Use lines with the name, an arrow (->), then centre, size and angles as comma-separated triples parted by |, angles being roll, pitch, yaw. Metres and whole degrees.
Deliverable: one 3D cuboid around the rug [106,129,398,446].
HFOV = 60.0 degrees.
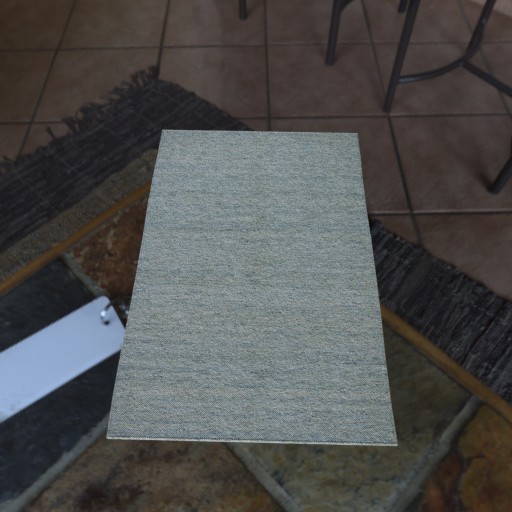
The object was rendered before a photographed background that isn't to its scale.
rug -> 0.000, 0.000, 2.919 | 1.547, 0.013, 2.283 | 1, 60, 1
